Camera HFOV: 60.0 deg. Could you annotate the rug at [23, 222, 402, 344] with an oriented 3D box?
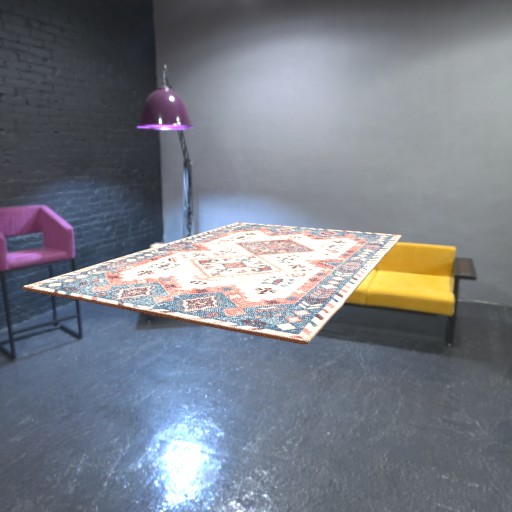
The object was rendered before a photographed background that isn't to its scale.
[{"bbox_3d":[0.000,0.000,2.335,1.225,0.015,1.840,6,15,25],"label":"rug"}]
